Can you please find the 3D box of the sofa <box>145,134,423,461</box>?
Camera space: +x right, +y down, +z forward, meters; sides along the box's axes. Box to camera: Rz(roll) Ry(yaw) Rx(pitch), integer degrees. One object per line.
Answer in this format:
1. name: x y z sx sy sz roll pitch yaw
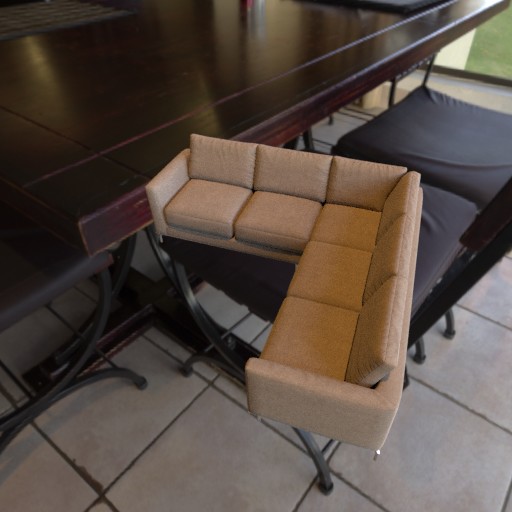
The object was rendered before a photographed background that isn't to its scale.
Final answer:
1. sofa: 0.000 0.000 3.627 2.438 0.864 2.438 12 41 15
